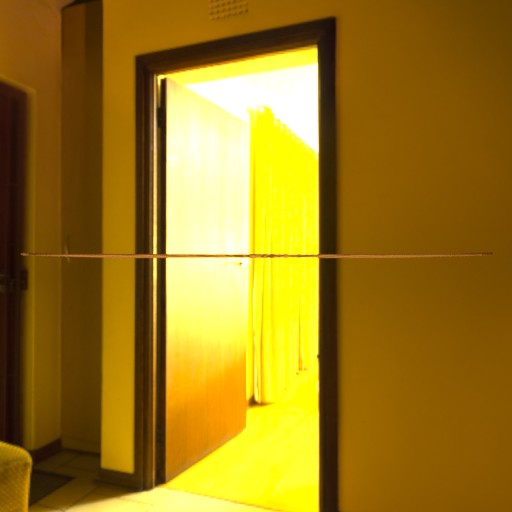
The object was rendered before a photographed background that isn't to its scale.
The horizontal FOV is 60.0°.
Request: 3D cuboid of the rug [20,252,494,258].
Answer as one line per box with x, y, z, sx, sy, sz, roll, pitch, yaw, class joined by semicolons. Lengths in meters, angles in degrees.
0.000;0.000;2.303;1.875;0.013;1.162;0;-1;0;rug
